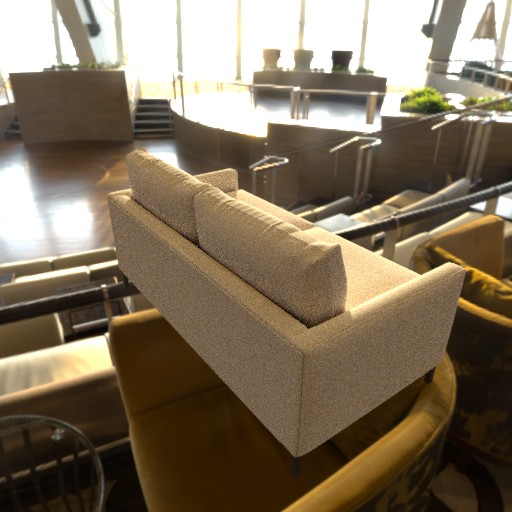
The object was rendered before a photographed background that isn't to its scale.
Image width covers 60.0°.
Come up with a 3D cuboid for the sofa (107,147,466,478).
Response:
[{"bbox_3d":[0.000,0.000,2.112,0.839,0.812,1.651,-19,33,-31],"label":"sofa"}]
